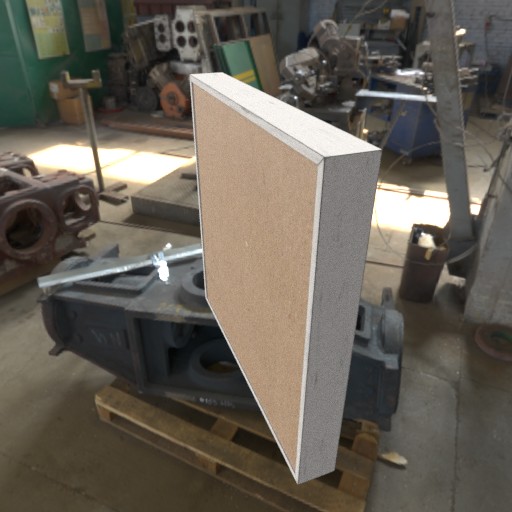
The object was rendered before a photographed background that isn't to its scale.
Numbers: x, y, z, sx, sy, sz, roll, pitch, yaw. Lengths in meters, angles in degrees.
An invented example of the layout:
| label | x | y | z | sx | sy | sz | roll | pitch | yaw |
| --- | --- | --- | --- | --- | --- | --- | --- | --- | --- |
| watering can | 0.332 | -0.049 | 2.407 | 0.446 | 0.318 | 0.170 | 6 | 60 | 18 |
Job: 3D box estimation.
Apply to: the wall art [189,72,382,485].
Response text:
| label | x | y | z | sx | sy | sz | roll | pitch | yaw |
| --- | --- | --- | --- | --- | --- | --- | --- | --- | --- |
| wall art | 0.000 | 0.000 | 0.451 | 0.038 | 0.305 | 0.305 | -11 | 33 | -18 |
